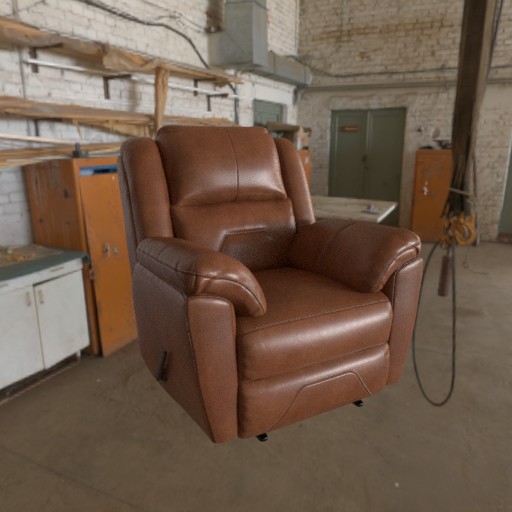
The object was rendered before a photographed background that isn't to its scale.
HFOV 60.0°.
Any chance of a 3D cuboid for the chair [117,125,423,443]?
[{"bbox_3d":[0.000,0.000,1.897,0.990,1.093,1.041,-8,17,-27],"label":"chair"}]
